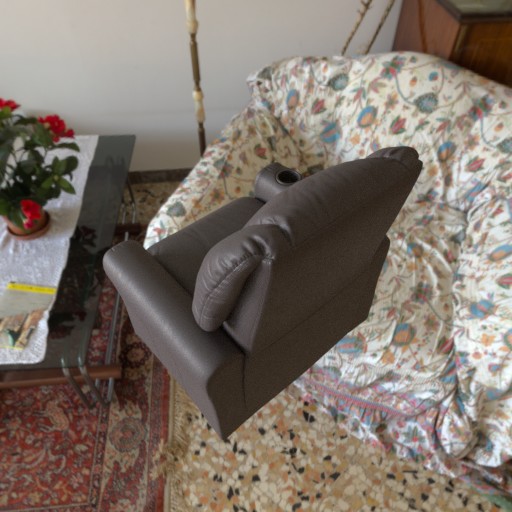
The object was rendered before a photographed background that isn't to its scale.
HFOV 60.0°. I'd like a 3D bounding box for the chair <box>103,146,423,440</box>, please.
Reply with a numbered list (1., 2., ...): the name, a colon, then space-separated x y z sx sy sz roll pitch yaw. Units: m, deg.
1. chair: 0.000 0.000 1.103 0.610 0.709 0.521 -33 55 -27
